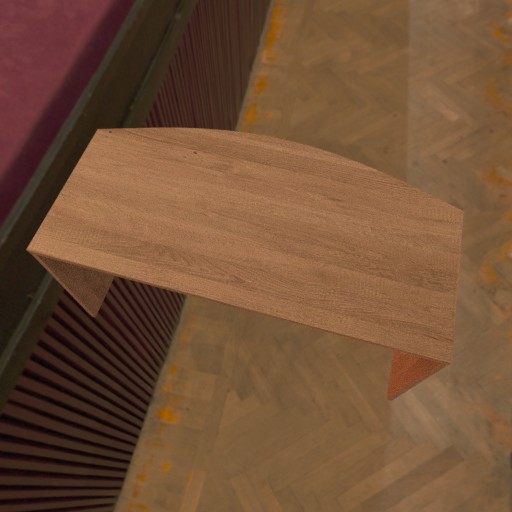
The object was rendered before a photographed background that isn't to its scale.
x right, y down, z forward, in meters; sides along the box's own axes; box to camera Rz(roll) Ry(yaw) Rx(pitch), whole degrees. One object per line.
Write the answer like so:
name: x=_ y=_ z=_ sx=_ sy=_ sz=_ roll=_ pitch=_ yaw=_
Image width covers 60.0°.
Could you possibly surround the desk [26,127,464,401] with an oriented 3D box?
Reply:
desk: x=0.000 y=0.000 z=2.107 sx=1.600 sy=0.752 sz=0.802 roll=14 pitch=63 yaw=7
